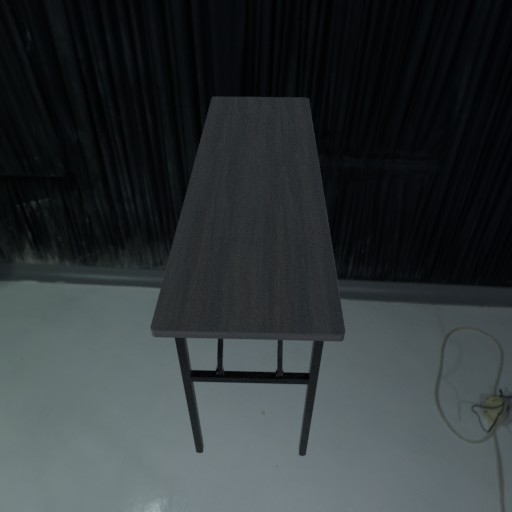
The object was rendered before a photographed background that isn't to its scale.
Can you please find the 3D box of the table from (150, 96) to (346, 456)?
[{"bbox_3d":[0.000,0.000,1.784,0.449,0.750,1.399,1,41,1],"label":"table"}]
